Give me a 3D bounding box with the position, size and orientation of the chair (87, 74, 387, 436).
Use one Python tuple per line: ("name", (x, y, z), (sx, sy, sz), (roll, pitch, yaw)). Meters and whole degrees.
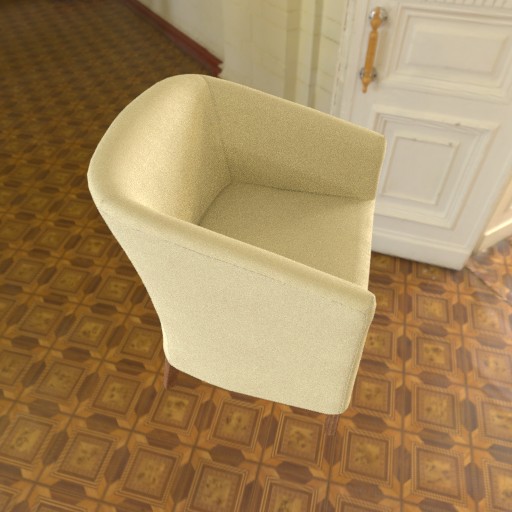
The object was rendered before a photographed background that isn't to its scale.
("chair", (0.000, 0.000, 1.281), (0.657, 0.822, 0.643), (10, 47, 9))
